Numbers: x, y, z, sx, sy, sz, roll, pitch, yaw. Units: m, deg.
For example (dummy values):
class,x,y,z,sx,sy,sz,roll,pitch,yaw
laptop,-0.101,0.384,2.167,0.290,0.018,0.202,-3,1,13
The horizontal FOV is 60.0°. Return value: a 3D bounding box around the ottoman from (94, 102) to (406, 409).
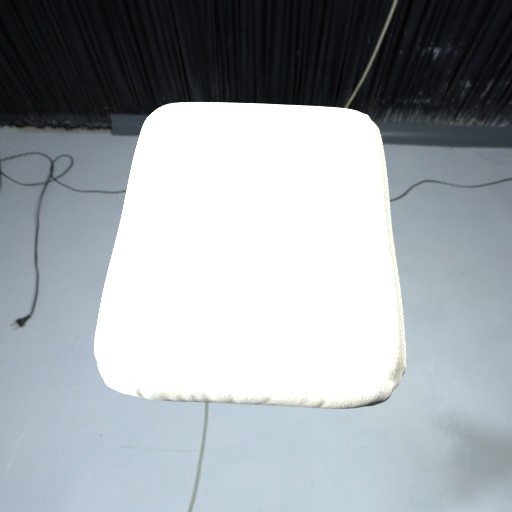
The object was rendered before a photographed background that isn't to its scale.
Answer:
class,x,y,z,sx,sy,sz,roll,pitch,yaw
ottoman,0.000,0.000,1.129,0.622,0.450,0.747,2,62,1
